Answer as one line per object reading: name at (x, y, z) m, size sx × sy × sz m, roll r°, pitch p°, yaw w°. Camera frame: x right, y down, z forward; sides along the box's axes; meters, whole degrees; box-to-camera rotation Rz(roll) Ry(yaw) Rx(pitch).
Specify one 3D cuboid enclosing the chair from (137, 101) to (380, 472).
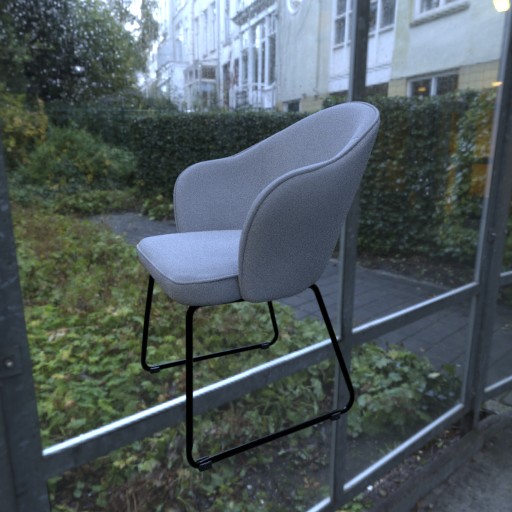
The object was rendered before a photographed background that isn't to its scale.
chair at (0.000, 0.000, 1.211) m, size 0.592 × 0.817 × 0.570 m, roll -7°, pitch 16°, yaw -26°
